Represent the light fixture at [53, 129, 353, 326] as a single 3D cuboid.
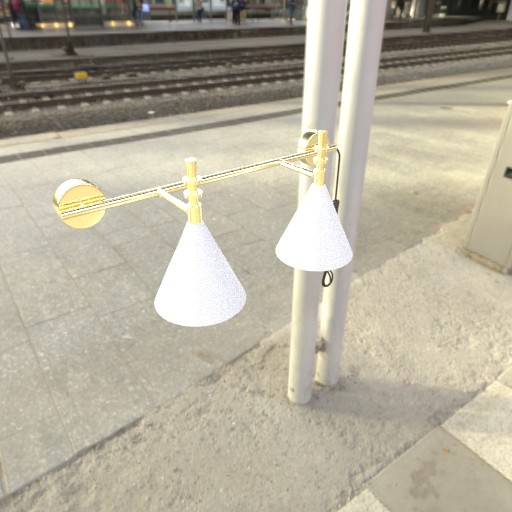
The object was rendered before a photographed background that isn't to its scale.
[{"bbox_3d":[0.000,0.000,0.875,0.642,0.468,0.239,-21,36,-32],"label":"light fixture"}]
